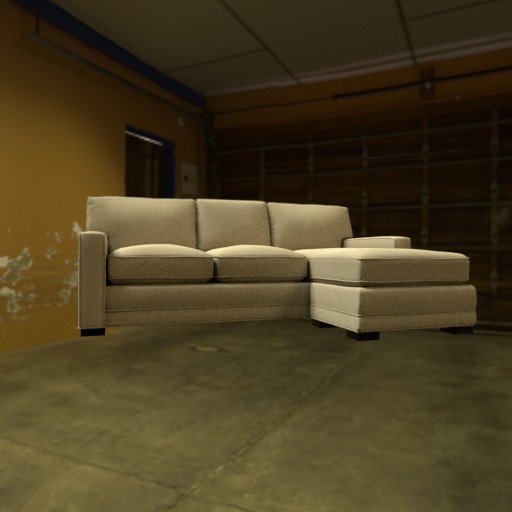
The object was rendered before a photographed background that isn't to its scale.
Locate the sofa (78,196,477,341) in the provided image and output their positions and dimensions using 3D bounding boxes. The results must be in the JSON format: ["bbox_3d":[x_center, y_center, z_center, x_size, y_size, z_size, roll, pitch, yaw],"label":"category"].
[{"bbox_3d":[0.000,0.000,2.821,2.087,0.861,1.496,0,0,-18],"label":"sofa"}]
